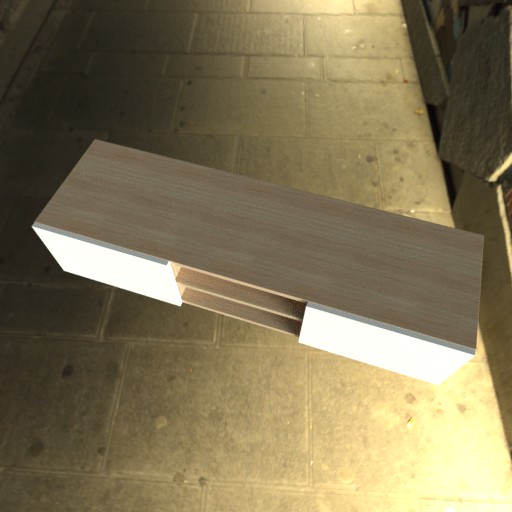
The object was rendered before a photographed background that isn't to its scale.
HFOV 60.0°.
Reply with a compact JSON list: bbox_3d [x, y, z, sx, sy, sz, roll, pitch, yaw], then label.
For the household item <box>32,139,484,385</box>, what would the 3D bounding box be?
[{"bbox_3d":[0.000,0.000,1.561,1.400,0.310,0.420,16,59,9],"label":"household item"}]
